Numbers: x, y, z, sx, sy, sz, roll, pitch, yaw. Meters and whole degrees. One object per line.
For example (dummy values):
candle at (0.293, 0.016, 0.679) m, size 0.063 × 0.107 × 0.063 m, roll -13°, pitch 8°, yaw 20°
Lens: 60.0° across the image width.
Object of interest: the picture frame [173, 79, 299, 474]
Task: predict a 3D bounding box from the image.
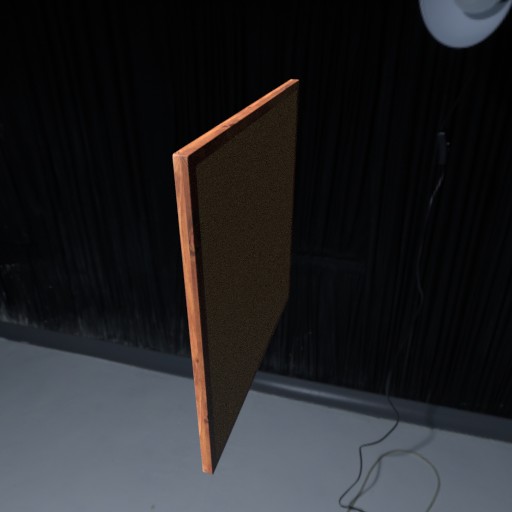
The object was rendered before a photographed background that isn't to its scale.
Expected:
picture frame at (0.000, 0.000, 1.244) m, size 0.029 × 0.817 × 0.810 m, roll 9°, pitch 31°, yaw 15°
